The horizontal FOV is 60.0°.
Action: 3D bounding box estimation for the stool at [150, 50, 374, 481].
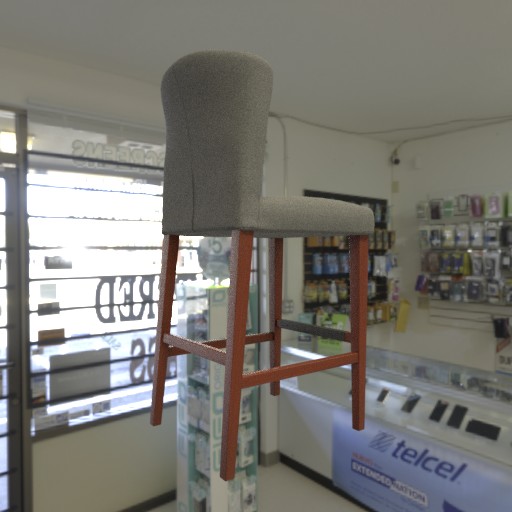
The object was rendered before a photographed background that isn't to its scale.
[{"bbox_3d":[0.000,0.000,1.378,0.568,1.069,0.481,-1,1,-37],"label":"stool"}]
